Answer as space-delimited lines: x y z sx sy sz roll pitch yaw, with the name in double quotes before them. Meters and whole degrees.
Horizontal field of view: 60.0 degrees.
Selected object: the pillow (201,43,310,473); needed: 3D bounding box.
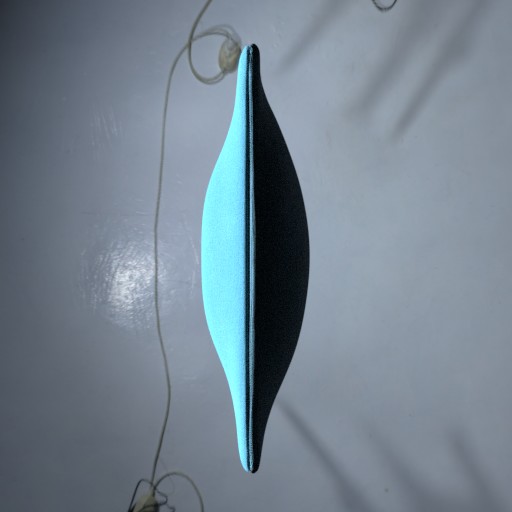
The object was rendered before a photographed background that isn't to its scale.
"pillow" 0.000 0.000 0.641 0.151 0.415 0.433 0 92 0
